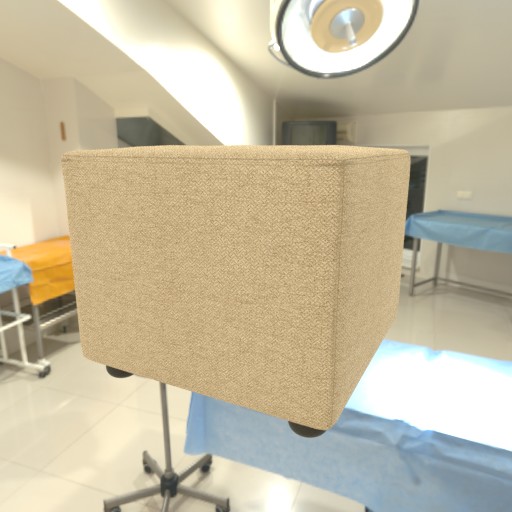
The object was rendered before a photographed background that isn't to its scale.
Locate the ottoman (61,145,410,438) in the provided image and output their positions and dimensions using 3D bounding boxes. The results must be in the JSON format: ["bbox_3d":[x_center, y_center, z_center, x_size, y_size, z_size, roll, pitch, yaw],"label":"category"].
[{"bbox_3d":[0.000,0.000,0.890,0.508,0.432,0.508,7,16,27],"label":"ottoman"}]
